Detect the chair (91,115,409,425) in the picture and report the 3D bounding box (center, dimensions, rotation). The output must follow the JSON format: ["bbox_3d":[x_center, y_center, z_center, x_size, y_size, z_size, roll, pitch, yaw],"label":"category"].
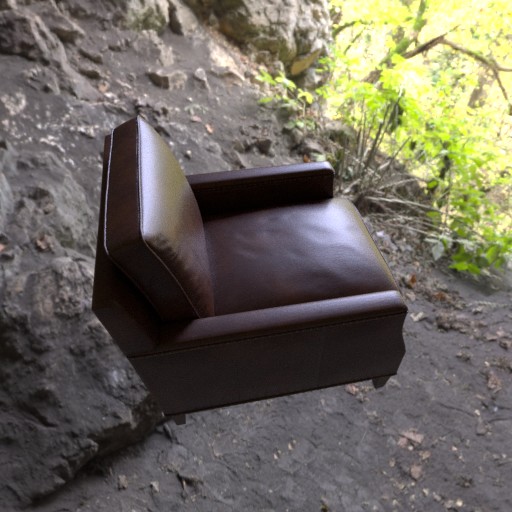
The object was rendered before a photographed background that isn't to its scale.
[{"bbox_3d":[0.000,0.000,1.710,1.014,0.929,0.853,-8,47,-8],"label":"chair"}]
